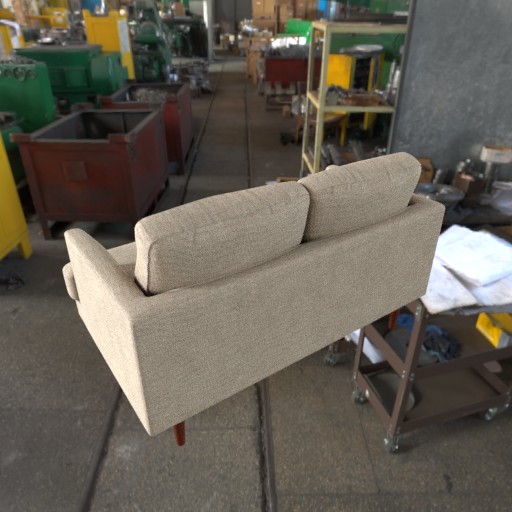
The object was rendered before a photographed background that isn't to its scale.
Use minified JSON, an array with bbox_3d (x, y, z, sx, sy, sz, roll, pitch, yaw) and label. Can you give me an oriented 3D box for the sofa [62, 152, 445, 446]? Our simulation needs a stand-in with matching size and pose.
[{"bbox_3d":[0.000,0.000,2.114,1.582,0.944,0.903,-19,35,-30],"label":"sofa"}]
